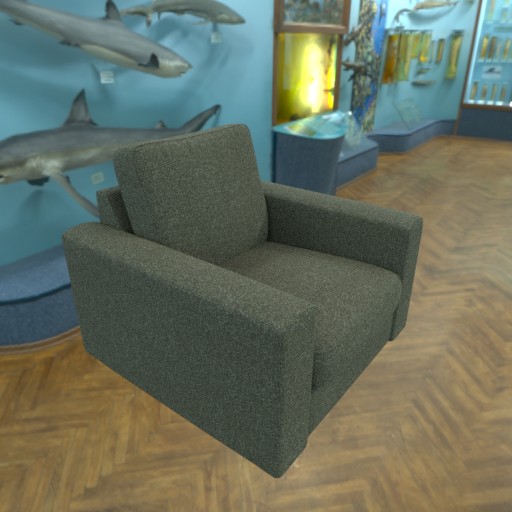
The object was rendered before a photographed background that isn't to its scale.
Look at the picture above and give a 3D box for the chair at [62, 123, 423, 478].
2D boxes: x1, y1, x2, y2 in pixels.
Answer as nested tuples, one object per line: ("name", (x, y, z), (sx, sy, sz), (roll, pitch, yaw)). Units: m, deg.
("chair", (0.000, 0.000, 1.723), (1.016, 0.873, 1.005), (19, 31, 34))
